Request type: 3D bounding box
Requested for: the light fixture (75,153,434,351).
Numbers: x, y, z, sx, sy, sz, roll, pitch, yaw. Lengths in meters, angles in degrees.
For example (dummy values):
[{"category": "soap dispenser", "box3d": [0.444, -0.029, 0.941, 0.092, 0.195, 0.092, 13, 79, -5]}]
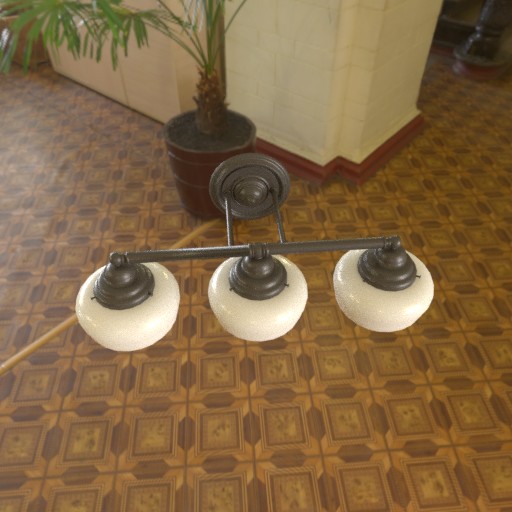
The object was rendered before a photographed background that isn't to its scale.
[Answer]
[{"category": "light fixture", "box3d": [0.000, 0.000, 0.730, 0.587, 0.242, 0.239, -4, 45, -4]}]
